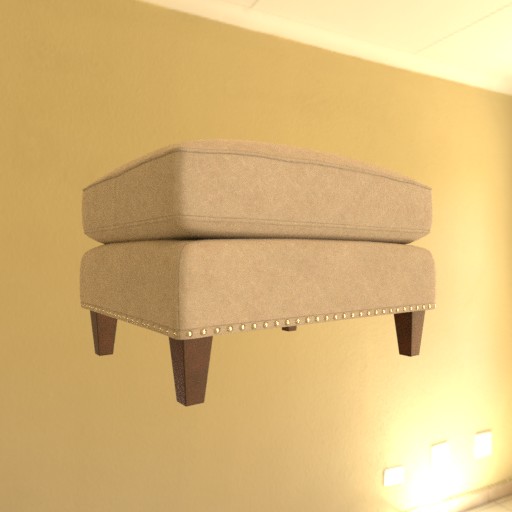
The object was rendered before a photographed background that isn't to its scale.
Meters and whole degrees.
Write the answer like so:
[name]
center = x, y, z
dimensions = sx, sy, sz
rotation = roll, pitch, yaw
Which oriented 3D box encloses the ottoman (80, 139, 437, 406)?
[ottoman]
center = 0.000, 0.000, 1.154
dimensions = 0.741, 0.513, 0.584
rotation = 0, 0, -36
